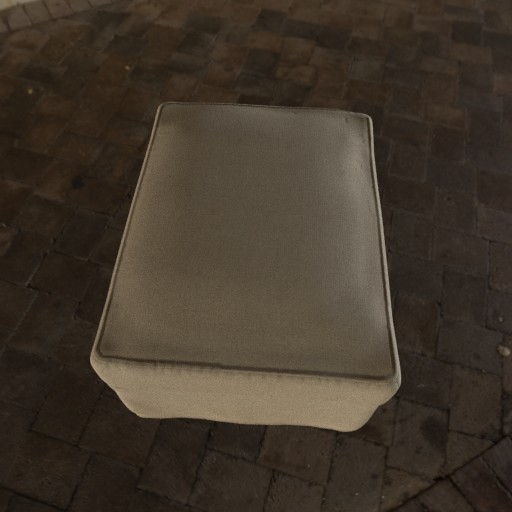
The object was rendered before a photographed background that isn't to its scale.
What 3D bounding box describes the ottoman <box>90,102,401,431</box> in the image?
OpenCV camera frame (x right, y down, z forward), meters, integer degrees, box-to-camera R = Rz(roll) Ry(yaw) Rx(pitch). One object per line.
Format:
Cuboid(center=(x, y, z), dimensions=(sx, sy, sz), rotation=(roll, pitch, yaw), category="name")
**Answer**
Cuboid(center=(0.000, 0.000, 1.263), dimensions=(0.650, 0.485, 0.833), rotation=(3, 58, 2), category="ottoman")
